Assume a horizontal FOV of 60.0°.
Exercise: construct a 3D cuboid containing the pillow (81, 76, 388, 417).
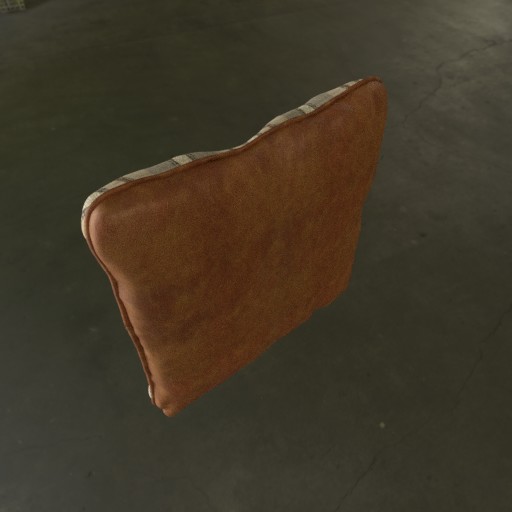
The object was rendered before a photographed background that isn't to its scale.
[{"bbox_3d":[0.000,0.000,0.733,0.489,0.490,0.130,-31,54,-26],"label":"pillow"}]
